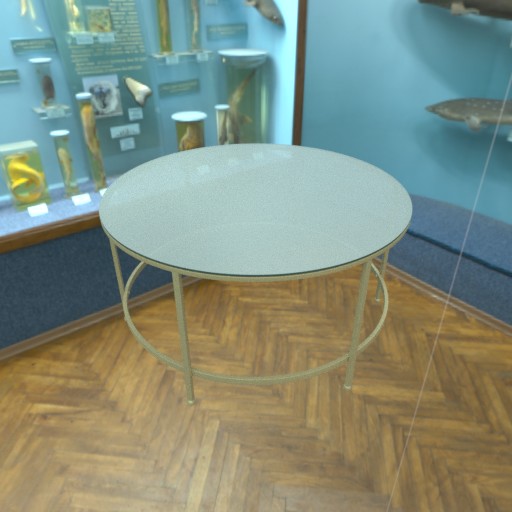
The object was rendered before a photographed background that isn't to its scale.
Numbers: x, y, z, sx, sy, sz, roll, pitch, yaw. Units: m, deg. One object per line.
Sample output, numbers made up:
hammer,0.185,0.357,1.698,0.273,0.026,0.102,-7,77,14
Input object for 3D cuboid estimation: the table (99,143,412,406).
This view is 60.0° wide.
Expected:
table,0.000,0.000,1.470,0.914,0.470,0.914,0,32,0
